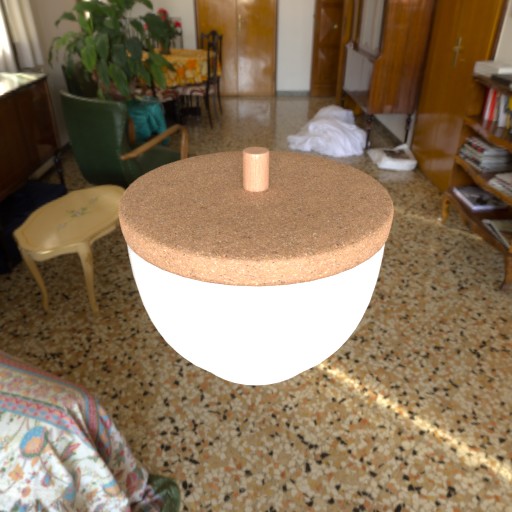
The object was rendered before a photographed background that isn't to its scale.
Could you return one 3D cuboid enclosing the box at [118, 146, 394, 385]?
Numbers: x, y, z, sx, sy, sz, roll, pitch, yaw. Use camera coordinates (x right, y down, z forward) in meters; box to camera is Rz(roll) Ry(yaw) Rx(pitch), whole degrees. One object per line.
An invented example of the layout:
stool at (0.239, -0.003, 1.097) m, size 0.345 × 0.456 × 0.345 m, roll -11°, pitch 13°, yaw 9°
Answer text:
box at (0.000, 0.000, 0.193) m, size 0.107 × 0.094 × 0.107 m, roll 0°, pitch 31°, yaw 0°
